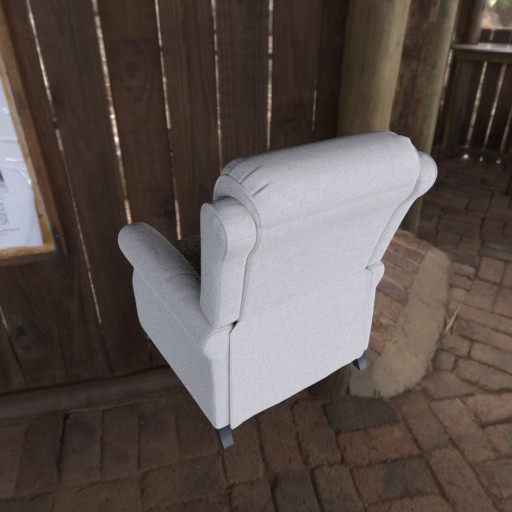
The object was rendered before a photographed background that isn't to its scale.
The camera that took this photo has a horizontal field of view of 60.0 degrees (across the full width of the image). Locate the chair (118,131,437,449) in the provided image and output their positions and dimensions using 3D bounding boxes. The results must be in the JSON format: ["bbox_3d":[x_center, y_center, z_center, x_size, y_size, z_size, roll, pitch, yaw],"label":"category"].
[{"bbox_3d":[0.000,0.000,1.742,0.859,1.046,0.919,-19,35,-29],"label":"chair"}]
